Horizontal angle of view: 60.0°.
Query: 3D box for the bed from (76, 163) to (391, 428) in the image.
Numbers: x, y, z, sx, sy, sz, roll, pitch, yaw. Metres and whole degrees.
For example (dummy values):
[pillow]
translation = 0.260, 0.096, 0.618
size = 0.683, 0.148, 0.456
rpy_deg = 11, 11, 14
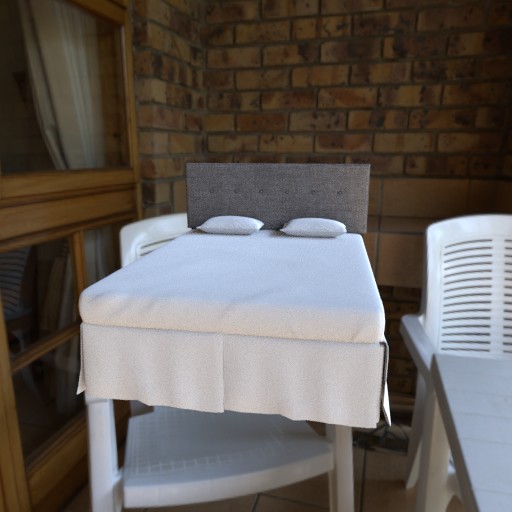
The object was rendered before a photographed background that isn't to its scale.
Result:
[bed]
translation = 0.000, 0.000, 3.003
size = 1.621, 1.168, 1.958
rpy_deg = 2, 14, 10
